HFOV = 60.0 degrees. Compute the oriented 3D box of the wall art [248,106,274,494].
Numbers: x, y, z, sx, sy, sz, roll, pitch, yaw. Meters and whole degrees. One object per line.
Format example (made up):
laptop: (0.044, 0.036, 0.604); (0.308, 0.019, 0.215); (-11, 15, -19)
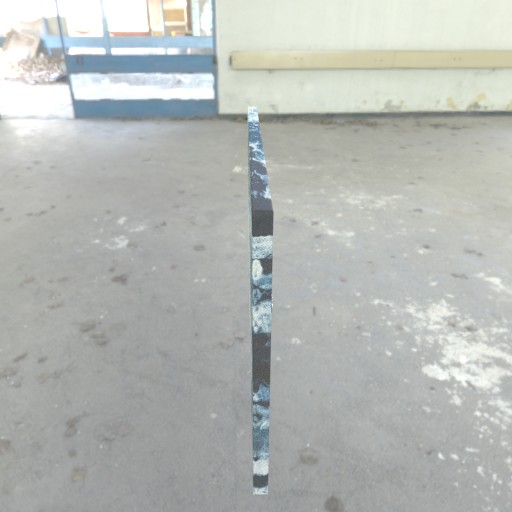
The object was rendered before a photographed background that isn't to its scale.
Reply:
wall art: (0.000, 0.000, 1.927); (0.055, 1.017, 1.524); (-1, 27, -1)
